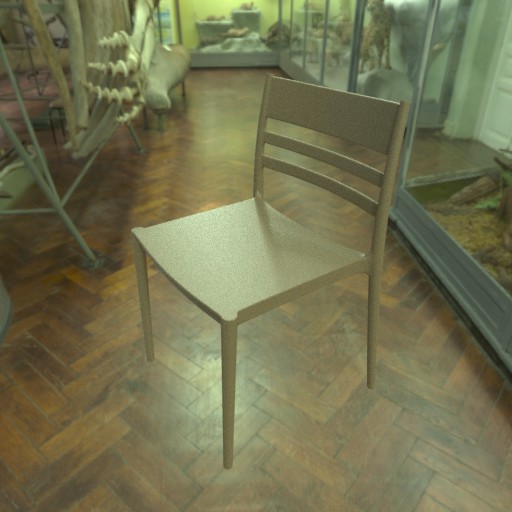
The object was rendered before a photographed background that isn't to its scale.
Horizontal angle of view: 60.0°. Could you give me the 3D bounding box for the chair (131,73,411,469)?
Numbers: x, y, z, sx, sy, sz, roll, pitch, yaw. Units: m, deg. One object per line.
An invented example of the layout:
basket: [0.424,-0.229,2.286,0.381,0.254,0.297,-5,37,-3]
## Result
chair: [0.000,0.000,1.148,0.511,0.800,0.531,-20,36,-30]
